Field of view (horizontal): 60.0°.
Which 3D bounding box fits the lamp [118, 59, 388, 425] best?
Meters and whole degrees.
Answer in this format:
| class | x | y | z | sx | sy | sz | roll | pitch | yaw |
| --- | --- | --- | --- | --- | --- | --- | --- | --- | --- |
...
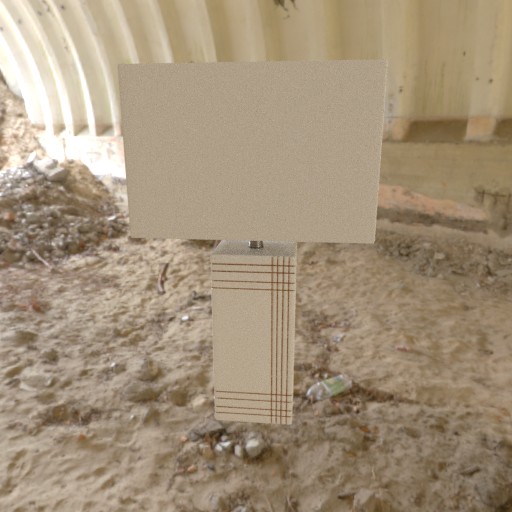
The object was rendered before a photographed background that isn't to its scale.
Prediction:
| class | x | y | z | sx | sy | sz | roll | pitch | yaw |
| --- | --- | --- | --- | --- | --- | --- | --- | --- | --- |
| lamp | 0.000 | 0.000 | 0.699 | 0.334 | 0.543 | 0.182 | 2 | 15 | 6 |
